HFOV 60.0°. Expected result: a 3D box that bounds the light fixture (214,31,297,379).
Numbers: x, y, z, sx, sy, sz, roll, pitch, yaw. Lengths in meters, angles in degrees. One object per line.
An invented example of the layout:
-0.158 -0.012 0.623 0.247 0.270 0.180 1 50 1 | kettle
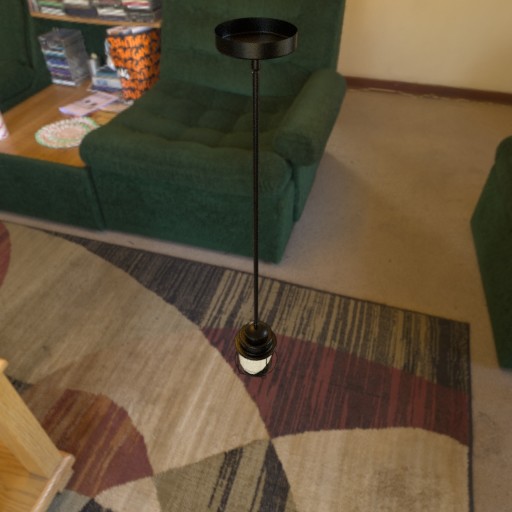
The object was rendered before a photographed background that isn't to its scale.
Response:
0.000 0.000 0.971 0.123 0.920 0.123 -1 43 -1 | light fixture
